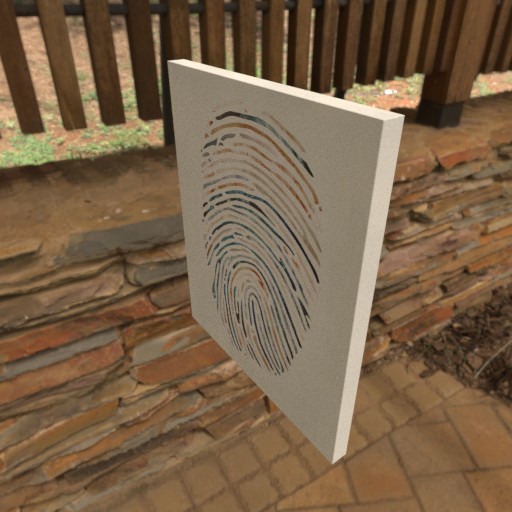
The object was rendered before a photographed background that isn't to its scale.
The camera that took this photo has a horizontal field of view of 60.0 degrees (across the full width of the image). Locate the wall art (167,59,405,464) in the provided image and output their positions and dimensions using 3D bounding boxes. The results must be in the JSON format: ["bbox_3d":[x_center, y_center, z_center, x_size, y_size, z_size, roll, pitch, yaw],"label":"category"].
[{"bbox_3d":[0.000,0.000,0.812,0.037,0.606,0.508,-21,38,-30],"label":"wall art"}]
